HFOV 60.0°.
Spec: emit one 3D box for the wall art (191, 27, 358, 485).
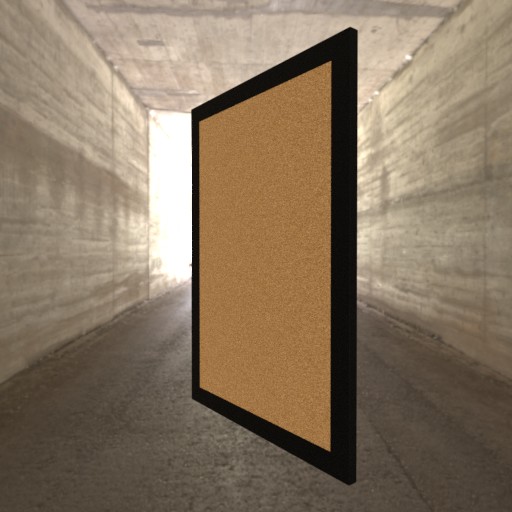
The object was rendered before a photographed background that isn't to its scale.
[{"bbox_3d":[0.000,0.000,0.576,0.011,0.459,0.326,-1,1,-37],"label":"wall art"}]
